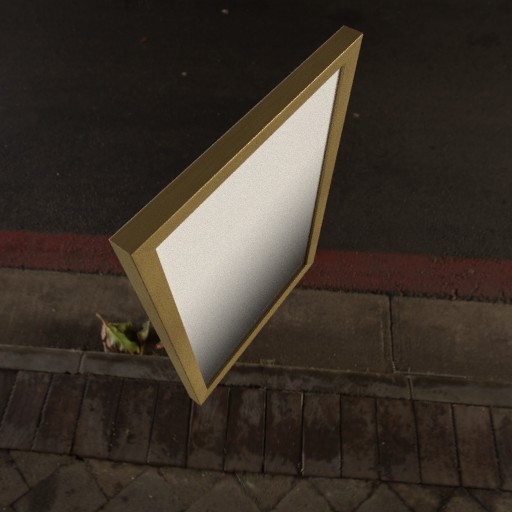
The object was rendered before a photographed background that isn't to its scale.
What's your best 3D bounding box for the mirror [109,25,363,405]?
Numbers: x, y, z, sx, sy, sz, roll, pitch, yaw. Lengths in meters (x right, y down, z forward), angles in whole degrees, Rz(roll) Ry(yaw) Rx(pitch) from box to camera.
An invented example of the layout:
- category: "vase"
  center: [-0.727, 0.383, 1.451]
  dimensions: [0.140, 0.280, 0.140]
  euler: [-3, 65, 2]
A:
- category: "mirror"
  center: [0.000, 0.000, 0.896]
  dimensions: [0.040, 0.710, 0.507]
  euler: [33, 64, 18]
